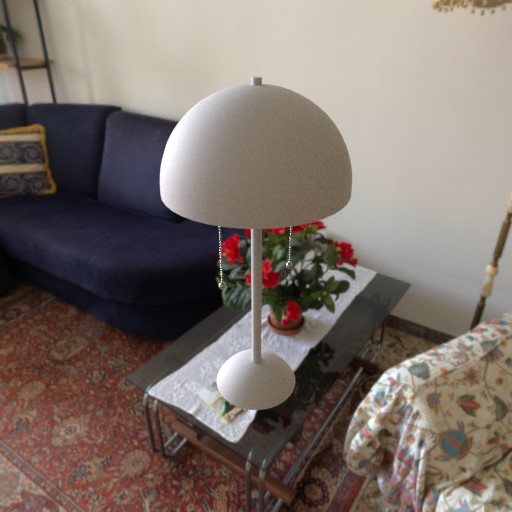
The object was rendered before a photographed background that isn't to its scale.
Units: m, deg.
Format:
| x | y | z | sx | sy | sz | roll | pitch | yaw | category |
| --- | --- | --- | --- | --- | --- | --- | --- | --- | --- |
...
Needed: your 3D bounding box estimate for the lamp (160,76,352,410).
| x | y | z | sx | sy | sz | roll | pitch | yaw | category |
| --- | --- | --- | --- | --- | --- | --- | --- | --- | --- |
| 0.000 | 0.000 | 0.438 | 0.171 | 0.330 | 0.171 | 0 | 29 | 0 | lamp |
